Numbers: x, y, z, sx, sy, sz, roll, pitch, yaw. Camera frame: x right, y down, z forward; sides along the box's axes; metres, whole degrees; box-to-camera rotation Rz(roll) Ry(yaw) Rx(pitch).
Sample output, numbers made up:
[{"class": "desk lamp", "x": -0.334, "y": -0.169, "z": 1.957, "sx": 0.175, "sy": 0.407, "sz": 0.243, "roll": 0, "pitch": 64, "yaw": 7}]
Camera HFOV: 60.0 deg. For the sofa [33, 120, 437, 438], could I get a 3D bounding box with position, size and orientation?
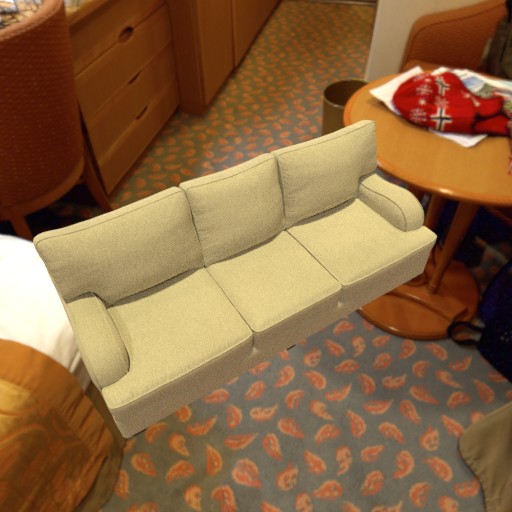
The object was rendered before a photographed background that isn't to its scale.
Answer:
[{"class": "sofa", "x": 0.000, "y": 0.000, "z": 2.835, "sx": 2.323, "sy": 0.991, "sz": 1.016, "roll": -24, "pitch": 51, "yaw": -22}]
